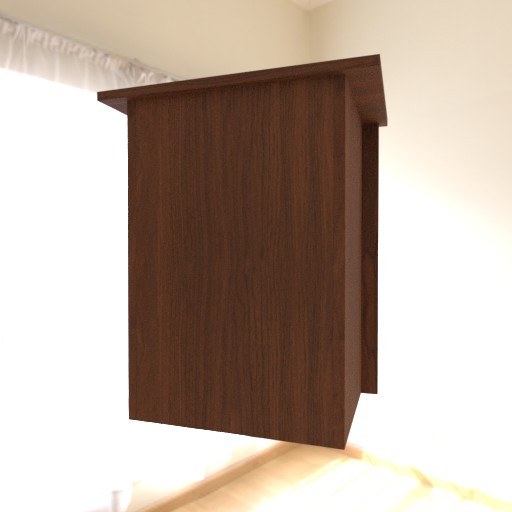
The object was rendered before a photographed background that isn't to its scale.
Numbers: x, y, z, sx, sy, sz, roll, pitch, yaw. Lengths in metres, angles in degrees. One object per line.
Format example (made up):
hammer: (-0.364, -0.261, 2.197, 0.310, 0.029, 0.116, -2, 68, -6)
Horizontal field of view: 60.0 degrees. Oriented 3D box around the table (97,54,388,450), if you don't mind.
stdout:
table: (0.000, 0.000, 1.062, 0.589, 0.711, 0.406, 0, 1, 18)
